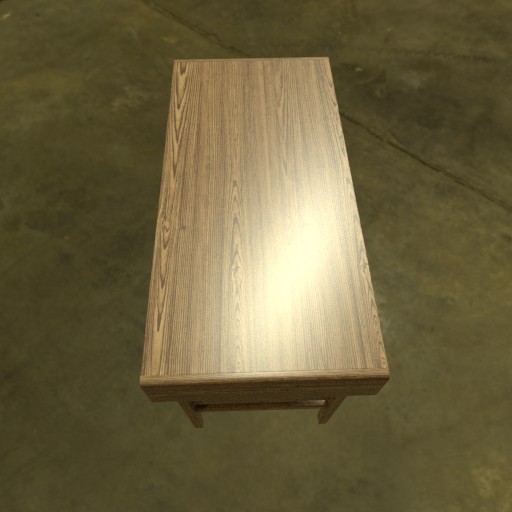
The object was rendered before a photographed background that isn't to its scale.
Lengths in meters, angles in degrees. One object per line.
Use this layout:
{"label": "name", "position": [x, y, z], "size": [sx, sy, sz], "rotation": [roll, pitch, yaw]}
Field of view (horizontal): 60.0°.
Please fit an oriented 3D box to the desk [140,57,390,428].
{"label": "desk", "position": [0.000, 0.000, 1.490], "size": [0.508, 0.755, 1.067], "rotation": [-2, 58, -1]}
